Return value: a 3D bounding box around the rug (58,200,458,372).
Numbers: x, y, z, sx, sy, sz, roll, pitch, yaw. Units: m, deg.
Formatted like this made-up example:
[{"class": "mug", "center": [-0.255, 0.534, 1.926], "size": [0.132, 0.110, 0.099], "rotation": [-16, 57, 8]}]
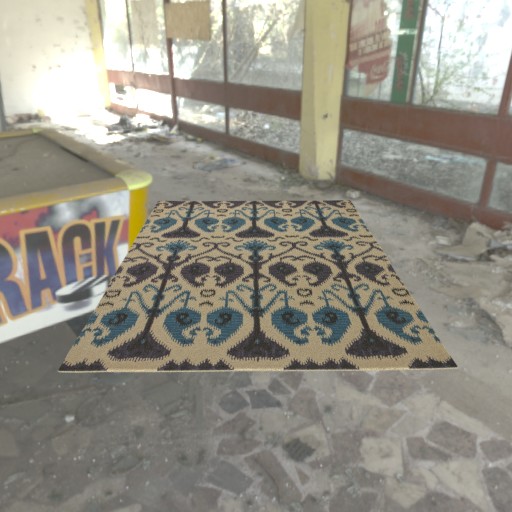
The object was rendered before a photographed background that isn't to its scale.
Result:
[{"class": "rug", "center": [0.000, 0.000, 4.142], "size": [2.443, 0.024, 3.228], "rotation": [0, 25, -1]}]
